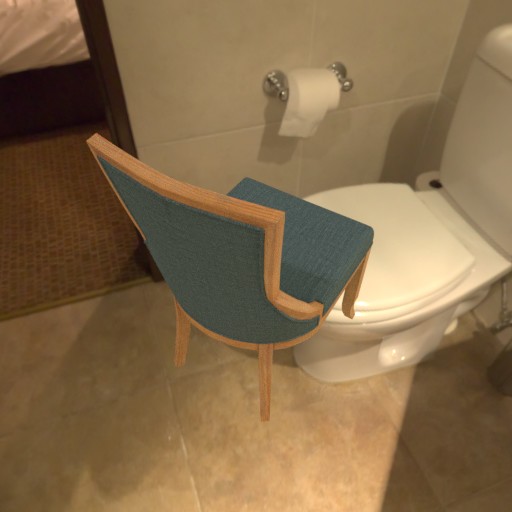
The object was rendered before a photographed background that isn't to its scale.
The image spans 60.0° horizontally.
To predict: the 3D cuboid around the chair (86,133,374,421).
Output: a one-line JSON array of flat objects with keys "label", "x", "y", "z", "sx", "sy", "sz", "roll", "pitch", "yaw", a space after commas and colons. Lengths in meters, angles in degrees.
[{"label": "chair", "x": 0.000, "y": 0.000, "z": 1.328, "sx": 0.524, "sy": 0.947, "sz": 0.641, "roll": 25, "pitch": 52, "yaw": 22}]
